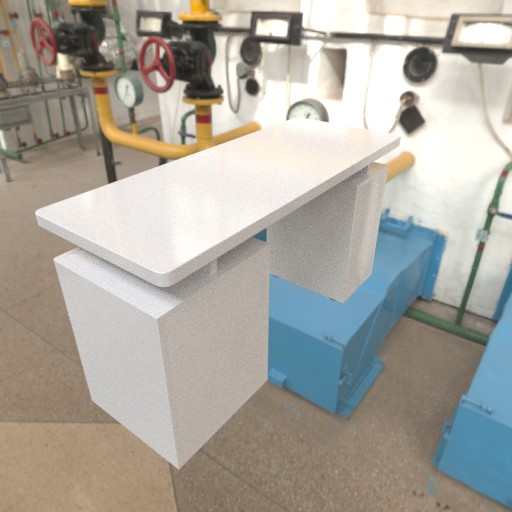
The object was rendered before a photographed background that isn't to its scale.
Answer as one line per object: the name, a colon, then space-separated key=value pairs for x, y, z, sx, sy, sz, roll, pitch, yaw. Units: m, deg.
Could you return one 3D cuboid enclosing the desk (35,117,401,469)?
desk: x=0.000 y=0.000 z=1.797 sx=0.550 sy=0.762 sz=1.400 roll=21 pitch=37 yaw=31
